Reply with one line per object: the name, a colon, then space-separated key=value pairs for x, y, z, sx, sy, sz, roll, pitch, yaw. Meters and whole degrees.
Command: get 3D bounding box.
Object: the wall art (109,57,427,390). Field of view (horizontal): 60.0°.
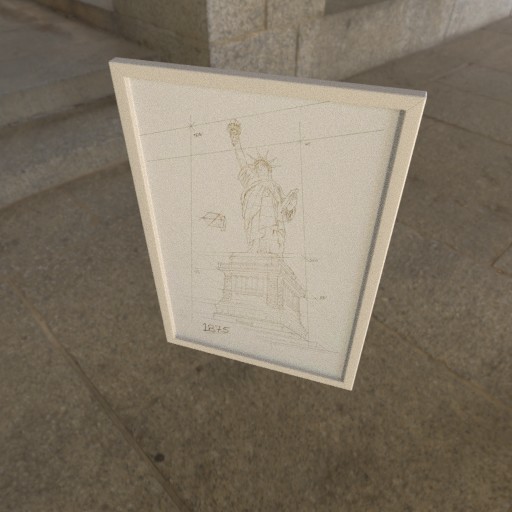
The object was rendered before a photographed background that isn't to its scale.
wall art: x=0.000 y=0.000 z=1.017 sx=0.556 sy=0.813 sz=0.026 roll=12 pitch=43 yaw=13
